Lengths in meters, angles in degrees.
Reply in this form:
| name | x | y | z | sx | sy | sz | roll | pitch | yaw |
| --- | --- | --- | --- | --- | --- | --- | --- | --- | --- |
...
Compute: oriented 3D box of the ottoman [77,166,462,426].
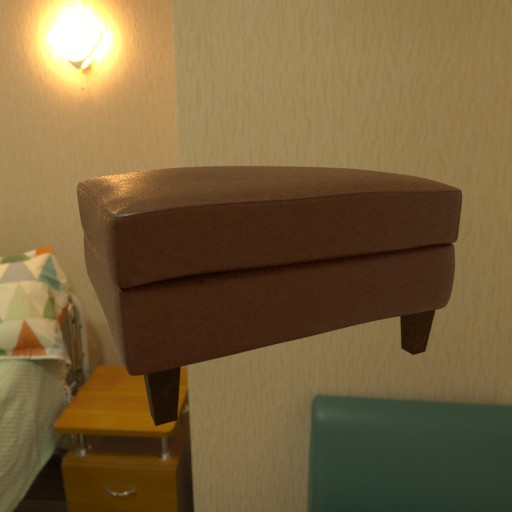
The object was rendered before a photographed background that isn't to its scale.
| name | x | y | z | sx | sy | sz | roll | pitch | yaw |
| --- | --- | --- | --- | --- | --- | --- | --- | --- | --- |
| ottoman | 0.000 | 0.000 | 1.213 | 0.851 | 0.485 | 0.650 | -7 | 17 | -25 |
